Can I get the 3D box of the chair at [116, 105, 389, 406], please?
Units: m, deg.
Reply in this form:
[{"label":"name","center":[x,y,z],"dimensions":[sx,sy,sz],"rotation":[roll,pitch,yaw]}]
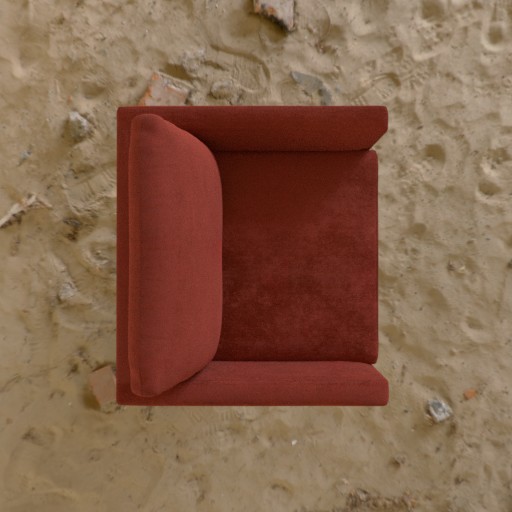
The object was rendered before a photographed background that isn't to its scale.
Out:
[{"label":"chair","center":[0.000,0.000,1.586],"dimensions":[0.875,0.812,0.964],"rotation":[0,90,0]}]
